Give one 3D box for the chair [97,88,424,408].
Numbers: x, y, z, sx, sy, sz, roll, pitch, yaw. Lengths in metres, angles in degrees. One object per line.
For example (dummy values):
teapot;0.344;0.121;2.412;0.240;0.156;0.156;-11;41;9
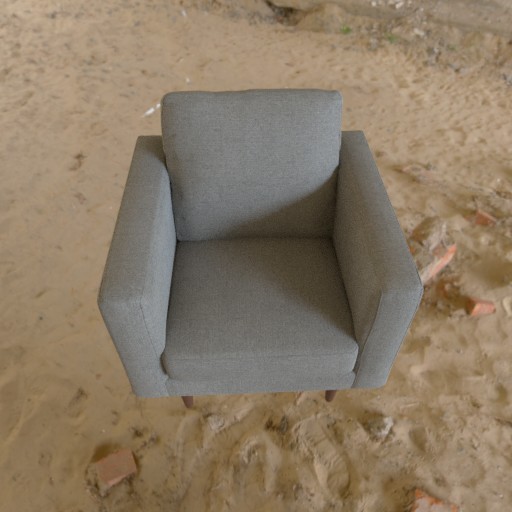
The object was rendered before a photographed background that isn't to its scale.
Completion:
chair;0.000;0.000;1.538;0.855;0.927;0.800;-2;46;-2
